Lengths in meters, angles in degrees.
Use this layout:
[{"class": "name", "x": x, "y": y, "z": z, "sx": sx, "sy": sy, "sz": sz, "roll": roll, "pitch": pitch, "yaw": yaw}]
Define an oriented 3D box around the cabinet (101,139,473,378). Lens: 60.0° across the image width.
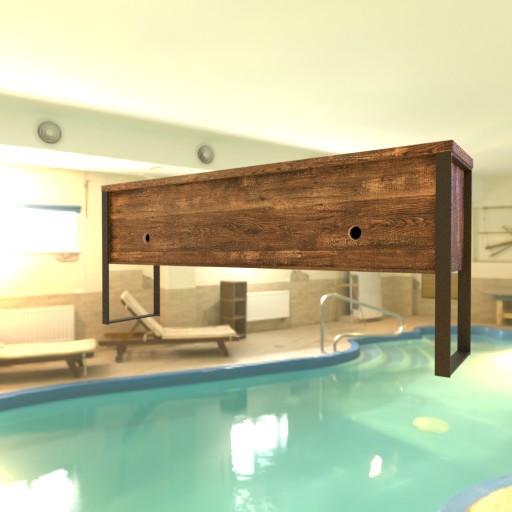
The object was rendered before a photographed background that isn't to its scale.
[{"class": "cabinet", "x": 0.000, "y": 0.000, "z": 2.092, "sx": 1.800, "sy": 0.762, "sz": 0.395, "roll": 1, "pitch": 1, "yaw": 35}]
